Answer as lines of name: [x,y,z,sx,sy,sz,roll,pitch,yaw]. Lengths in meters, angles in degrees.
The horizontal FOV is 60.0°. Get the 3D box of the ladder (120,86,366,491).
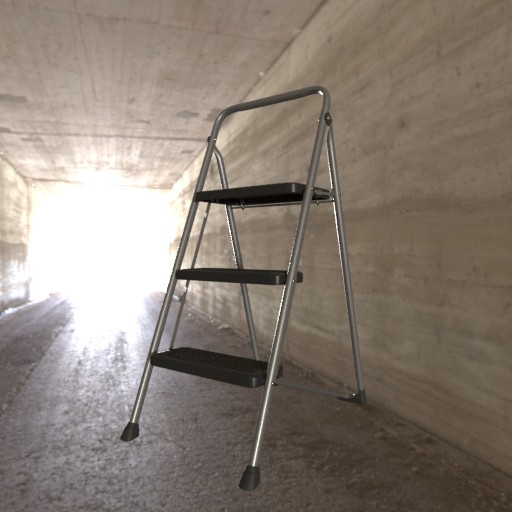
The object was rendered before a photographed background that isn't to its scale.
ladder: [0.000,0.000,1.268,0.430,0.945,0.629,1,1,36]
